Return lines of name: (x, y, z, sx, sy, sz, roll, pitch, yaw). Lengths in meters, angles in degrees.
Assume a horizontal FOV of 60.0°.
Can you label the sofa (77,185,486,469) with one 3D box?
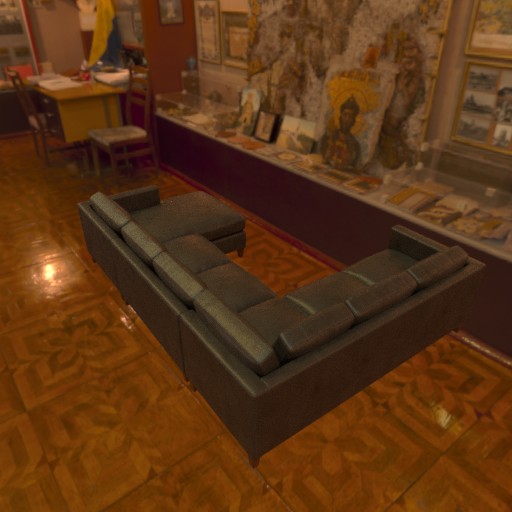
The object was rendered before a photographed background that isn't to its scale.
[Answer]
sofa: (0.000, 0.000, 4.456, 2.452, 0.891, 3.324, -20, 37, -30)
